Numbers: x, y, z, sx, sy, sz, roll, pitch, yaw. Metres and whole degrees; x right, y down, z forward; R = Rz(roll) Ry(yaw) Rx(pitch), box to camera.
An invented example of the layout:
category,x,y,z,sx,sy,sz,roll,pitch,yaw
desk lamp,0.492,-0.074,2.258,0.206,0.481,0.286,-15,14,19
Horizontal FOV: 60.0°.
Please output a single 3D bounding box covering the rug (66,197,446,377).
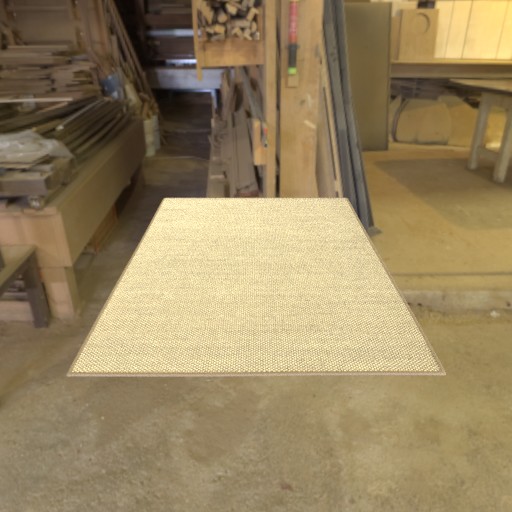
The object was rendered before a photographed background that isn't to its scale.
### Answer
category,x,y,z,sx,sy,sz,roll,pitch,yaw
rug,0.000,0.000,2.698,1.517,0.013,2.115,0,27,0
